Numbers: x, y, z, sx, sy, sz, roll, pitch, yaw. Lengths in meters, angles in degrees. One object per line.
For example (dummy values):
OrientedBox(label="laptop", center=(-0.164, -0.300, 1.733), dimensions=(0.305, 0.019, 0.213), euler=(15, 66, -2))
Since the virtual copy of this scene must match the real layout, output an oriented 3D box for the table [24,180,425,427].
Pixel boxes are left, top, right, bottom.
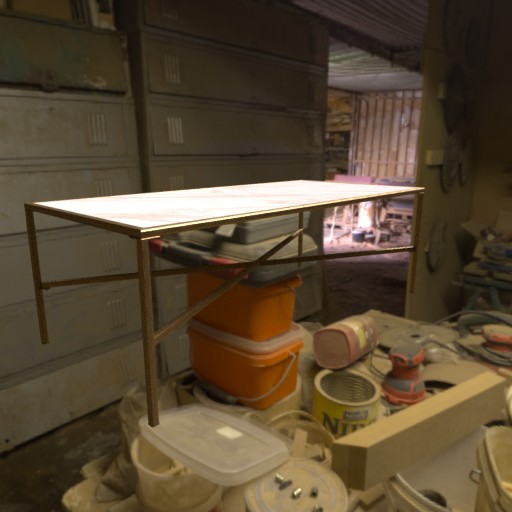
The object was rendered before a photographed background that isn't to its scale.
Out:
OrientedBox(label="table", center=(0.000, 0.000, 1.459), dimensions=(0.577, 0.405, 1.197), euler=(13, 19, 42))
